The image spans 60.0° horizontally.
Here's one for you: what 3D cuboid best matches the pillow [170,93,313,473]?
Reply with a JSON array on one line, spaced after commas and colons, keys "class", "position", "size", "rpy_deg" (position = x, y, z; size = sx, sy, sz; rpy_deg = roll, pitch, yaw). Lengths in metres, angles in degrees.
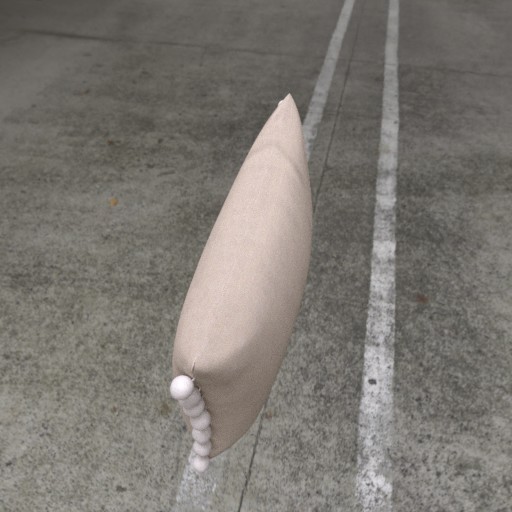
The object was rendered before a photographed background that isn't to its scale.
[{"class": "pillow", "position": [0.000, 0.000, 0.838], "size": [0.201, 0.322, 0.709], "rpy_deg": [10, 48, 9]}]
